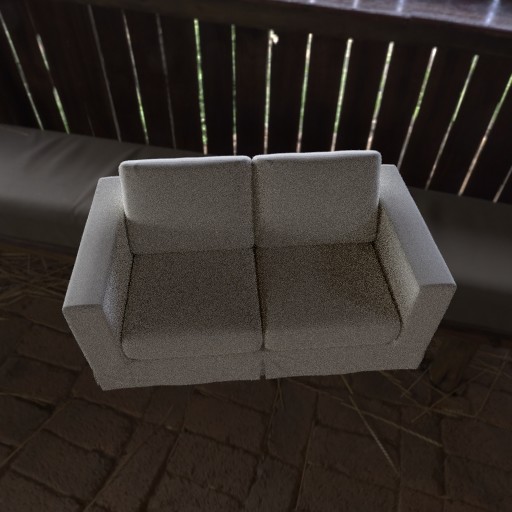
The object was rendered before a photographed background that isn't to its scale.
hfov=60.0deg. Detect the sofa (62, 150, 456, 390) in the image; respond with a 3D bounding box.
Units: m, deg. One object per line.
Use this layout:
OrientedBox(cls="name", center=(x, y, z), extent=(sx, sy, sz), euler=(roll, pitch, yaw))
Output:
OrientedBox(cls="sofa", center=(0.000, 0.000, 2.474), extent=(1.813, 0.932, 1.009), euler=(-3, 46, -3))
